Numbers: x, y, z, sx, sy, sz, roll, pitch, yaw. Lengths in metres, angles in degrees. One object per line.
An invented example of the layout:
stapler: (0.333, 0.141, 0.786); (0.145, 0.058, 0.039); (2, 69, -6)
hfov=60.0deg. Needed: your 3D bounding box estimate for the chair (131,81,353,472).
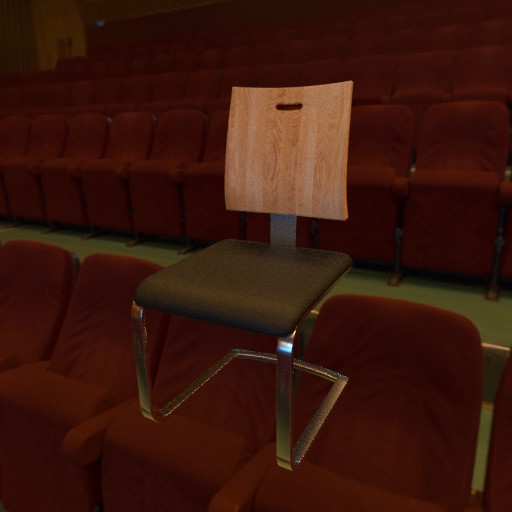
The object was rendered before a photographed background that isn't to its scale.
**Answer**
chair: (0.000, 0.000, 1.240); (0.462, 0.936, 0.560); (8, 18, 26)
